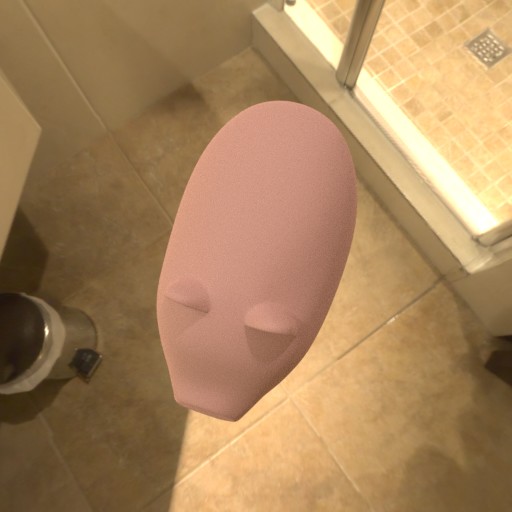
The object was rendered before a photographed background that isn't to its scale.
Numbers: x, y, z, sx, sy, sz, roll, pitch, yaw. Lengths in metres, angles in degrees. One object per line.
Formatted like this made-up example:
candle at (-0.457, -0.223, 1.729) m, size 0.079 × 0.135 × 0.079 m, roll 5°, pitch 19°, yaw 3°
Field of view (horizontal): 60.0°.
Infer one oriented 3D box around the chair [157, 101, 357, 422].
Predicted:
chair at (0.000, 0.000, 0.864) m, size 0.364 × 0.423 × 0.619 m, roll 17°, pitch 77°, yaw 4°
